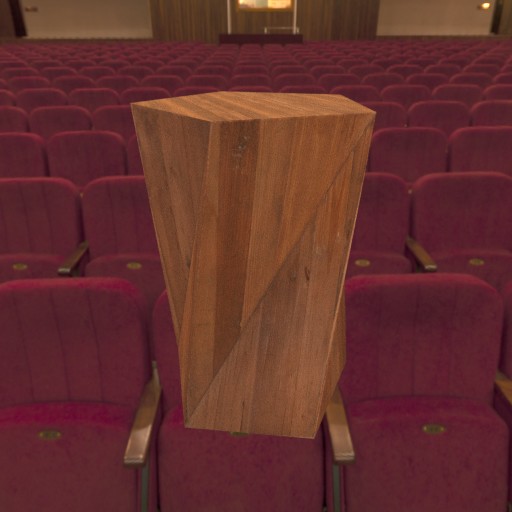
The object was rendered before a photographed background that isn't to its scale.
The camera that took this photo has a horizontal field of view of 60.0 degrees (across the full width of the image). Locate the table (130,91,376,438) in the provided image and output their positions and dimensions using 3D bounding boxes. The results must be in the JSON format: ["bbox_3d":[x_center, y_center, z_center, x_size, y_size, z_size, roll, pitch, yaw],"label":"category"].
[{"bbox_3d":[0.000,0.000,0.916,0.441,0.604,0.425,0,26,0],"label":"table"}]
